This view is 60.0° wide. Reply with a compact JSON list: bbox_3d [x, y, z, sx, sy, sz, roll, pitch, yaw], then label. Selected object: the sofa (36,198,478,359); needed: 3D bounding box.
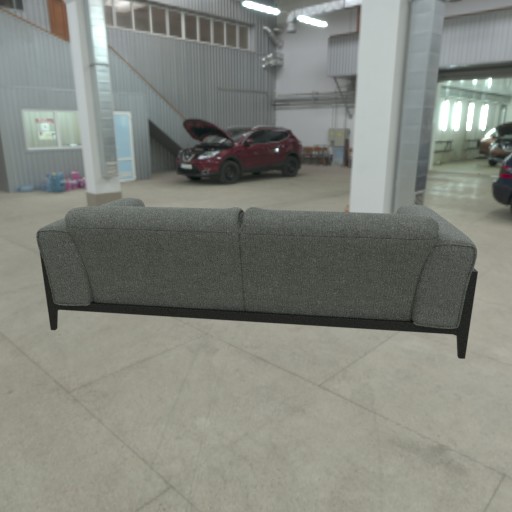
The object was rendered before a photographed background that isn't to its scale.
[{"bbox_3d":[0.000,0.000,2.538,2.125,0.703,0.985,2,16,8],"label":"sofa"}]
